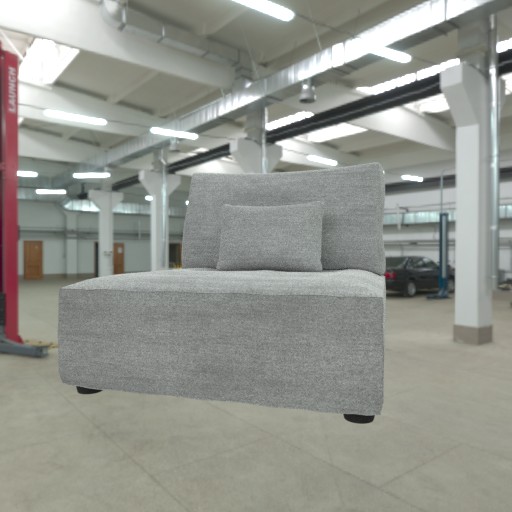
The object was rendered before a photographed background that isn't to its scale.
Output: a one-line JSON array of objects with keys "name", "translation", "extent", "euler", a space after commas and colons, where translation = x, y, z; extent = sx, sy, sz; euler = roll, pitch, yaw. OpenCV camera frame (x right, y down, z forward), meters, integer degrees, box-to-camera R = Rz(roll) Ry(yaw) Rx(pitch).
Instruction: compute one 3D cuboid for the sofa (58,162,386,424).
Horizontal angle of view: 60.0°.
[{"name": "sofa", "translation": [0.000, 0.000, 1.655], "extent": [0.930, 0.820, 1.000], "euler": [0, 0, 16]}]
